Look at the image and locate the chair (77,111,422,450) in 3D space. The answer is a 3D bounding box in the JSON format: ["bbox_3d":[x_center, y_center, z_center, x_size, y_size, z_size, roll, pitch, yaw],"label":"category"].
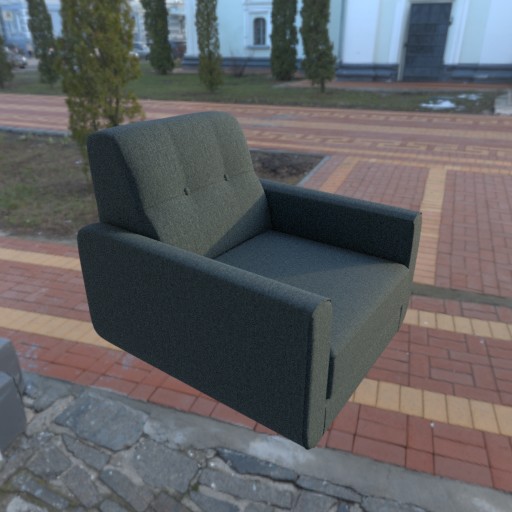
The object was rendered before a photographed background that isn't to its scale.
[{"bbox_3d":[0.000,0.000,1.647,0.964,0.940,0.880,17,30,31],"label":"chair"}]
